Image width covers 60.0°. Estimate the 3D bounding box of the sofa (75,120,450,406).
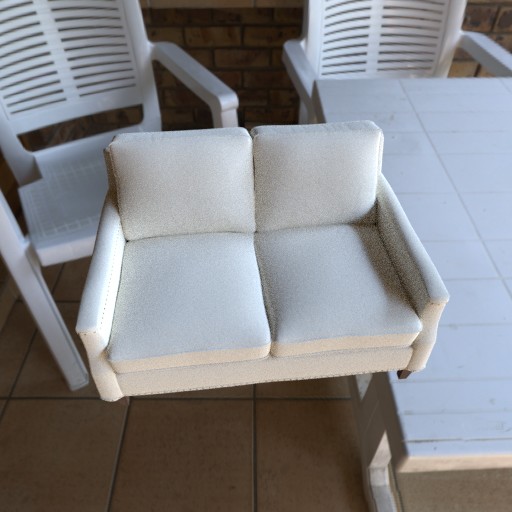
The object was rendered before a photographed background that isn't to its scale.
[{"bbox_3d":[0.000,0.000,2.260,1.597,1.003,1.084,-4,46,-4],"label":"sofa"}]
